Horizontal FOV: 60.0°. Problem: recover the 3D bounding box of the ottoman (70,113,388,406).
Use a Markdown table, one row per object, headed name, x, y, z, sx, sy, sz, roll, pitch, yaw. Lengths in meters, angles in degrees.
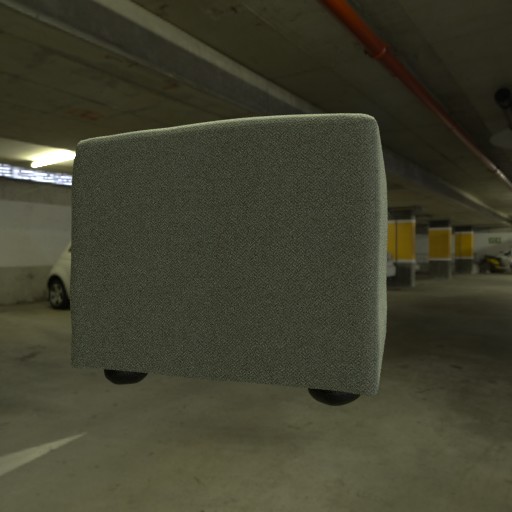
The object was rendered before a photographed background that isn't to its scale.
| name | x | y | z | sx | sy | sz | roll | pitch | yaw |
| --- | --- | --- | --- | --- | --- | --- | --- | --- | --- |
| ottoman | 0.000 | 0.000 | 0.915 | 0.512 | 0.453 | 0.521 | 0 | 0 | 18 |
